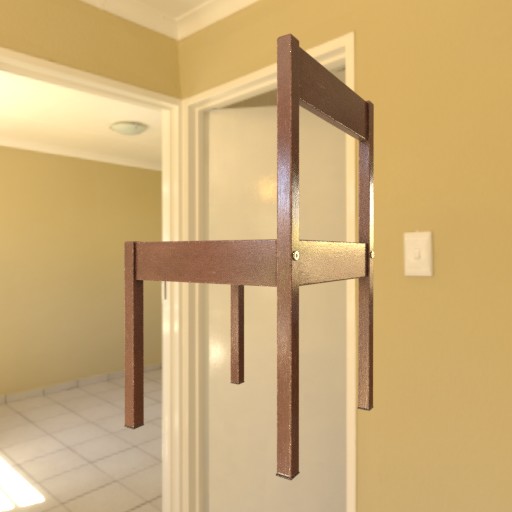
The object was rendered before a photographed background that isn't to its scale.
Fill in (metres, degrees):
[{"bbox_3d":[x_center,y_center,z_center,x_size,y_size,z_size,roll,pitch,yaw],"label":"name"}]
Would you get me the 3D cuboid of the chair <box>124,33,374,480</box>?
[{"bbox_3d":[0.000,0.000,0.695,0.285,0.505,0.285,0,1,33],"label":"chair"}]
